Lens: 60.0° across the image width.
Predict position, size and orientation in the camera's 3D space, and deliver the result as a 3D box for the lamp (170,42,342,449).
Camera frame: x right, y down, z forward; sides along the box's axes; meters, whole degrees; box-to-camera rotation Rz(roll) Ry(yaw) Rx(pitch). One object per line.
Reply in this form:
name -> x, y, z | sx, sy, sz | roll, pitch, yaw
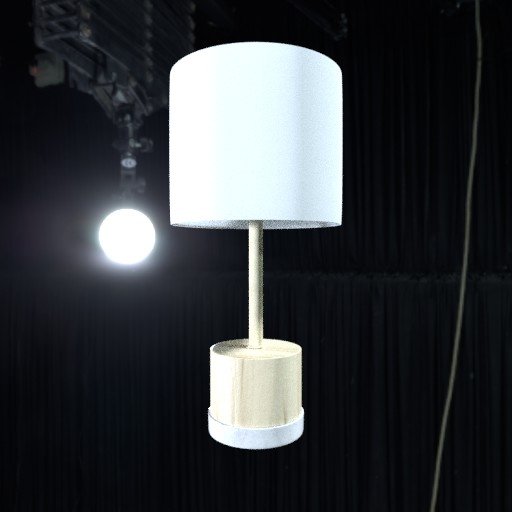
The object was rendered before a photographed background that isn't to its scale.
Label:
lamp -> 0.000, 0.000, 0.600 | 0.229, 0.470, 0.229 | 0, 1, 18
